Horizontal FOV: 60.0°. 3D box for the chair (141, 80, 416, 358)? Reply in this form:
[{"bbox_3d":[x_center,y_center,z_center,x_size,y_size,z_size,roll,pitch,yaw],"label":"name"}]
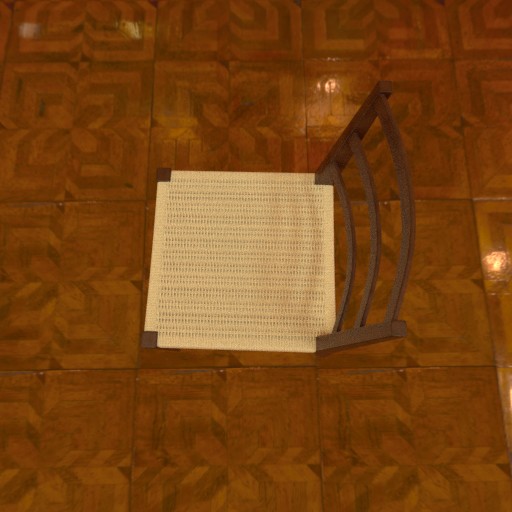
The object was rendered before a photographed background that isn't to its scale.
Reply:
[{"bbox_3d":[0.000,0.000,1.148,0.551,0.813,0.480,1,75,0],"label":"chair"}]
